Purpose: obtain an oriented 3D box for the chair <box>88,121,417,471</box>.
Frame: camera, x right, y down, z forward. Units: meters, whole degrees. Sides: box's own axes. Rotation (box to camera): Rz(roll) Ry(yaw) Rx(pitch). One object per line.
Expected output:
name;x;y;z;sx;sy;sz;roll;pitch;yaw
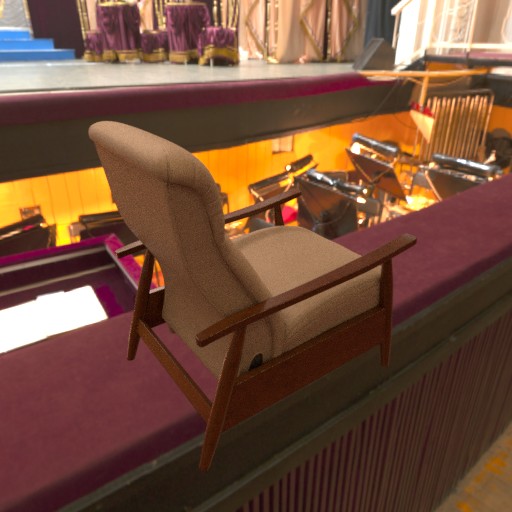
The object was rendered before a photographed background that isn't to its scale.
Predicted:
chair;0.000;0.000;1.791;1.030;1.082;0.762;-17;32;-31
